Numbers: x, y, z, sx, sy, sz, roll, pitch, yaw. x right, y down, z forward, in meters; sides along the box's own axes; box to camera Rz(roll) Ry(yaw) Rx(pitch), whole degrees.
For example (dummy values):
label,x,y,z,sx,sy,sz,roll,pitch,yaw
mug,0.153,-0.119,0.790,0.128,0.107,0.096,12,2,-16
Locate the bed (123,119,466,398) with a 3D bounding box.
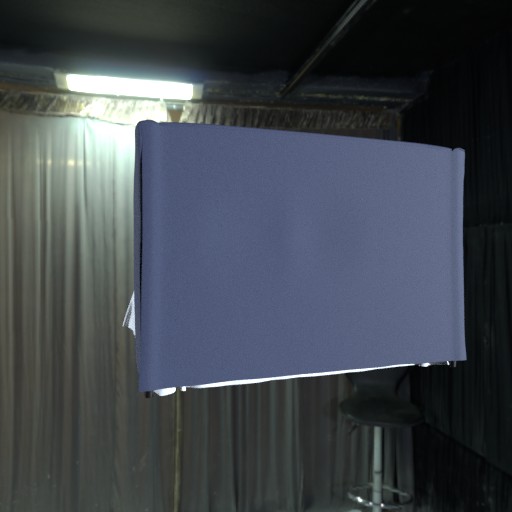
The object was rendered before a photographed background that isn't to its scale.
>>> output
label,x,y,z,sx,sy,sz,roll,pitch,yaw
bed,0.000,0.000,3.422,1.925,1.332,2.276,0,1,-18
